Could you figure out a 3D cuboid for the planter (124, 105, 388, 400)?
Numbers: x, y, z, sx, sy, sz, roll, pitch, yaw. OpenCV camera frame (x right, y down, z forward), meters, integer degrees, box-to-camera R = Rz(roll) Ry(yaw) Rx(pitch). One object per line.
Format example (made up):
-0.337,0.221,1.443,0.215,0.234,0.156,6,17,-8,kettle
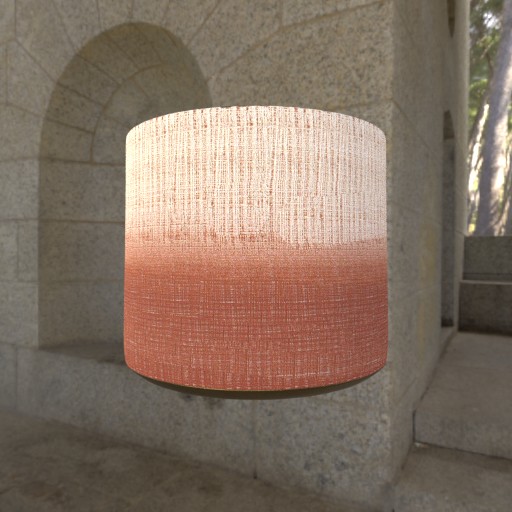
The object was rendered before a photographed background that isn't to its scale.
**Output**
0.000,0.000,0.443,0.254,0.221,0.254,0,0,0,planter
